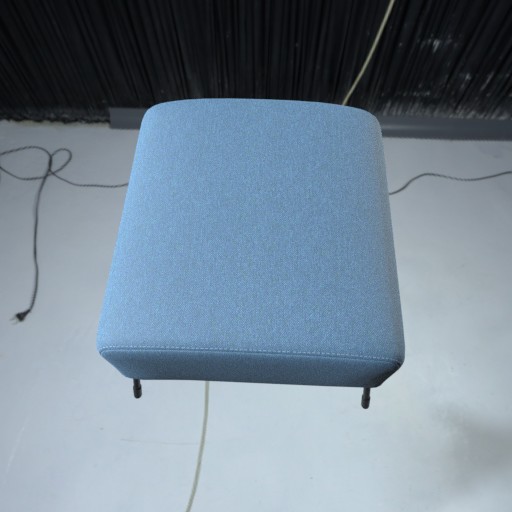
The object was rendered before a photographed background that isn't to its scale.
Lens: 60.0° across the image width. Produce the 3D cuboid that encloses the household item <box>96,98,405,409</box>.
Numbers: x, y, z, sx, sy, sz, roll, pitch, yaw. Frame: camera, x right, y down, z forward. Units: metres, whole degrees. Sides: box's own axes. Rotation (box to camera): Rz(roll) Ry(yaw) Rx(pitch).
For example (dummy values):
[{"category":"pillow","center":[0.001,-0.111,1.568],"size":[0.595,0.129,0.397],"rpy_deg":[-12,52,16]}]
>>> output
[{"category":"household item","center":[0.000,0.000,0.925],"size":[0.530,0.420,0.530],"rpy_deg":[2,63,1]}]
